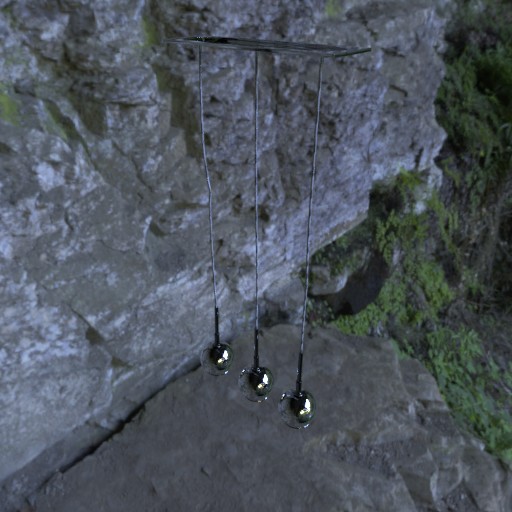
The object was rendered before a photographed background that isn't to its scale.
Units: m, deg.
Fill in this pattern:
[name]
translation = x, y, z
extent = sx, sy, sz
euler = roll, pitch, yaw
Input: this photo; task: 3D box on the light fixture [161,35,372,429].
[light fixture]
translation = 0.000, 0.000, 1.619
extent = 0.623, 1.408, 0.188
euler = 23, 38, 33
